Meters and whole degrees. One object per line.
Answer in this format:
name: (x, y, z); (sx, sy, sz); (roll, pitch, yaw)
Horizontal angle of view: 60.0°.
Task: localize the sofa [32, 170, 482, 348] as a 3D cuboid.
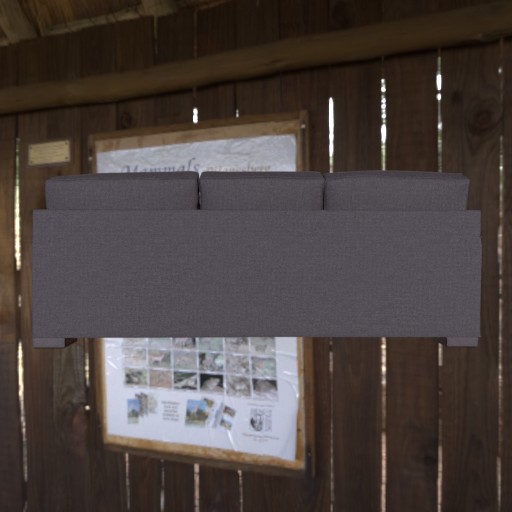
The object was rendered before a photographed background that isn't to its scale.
sofa: (0.000, 0.000, 3.205); (2.370, 0.973, 1.790); (0, 1, -1)
